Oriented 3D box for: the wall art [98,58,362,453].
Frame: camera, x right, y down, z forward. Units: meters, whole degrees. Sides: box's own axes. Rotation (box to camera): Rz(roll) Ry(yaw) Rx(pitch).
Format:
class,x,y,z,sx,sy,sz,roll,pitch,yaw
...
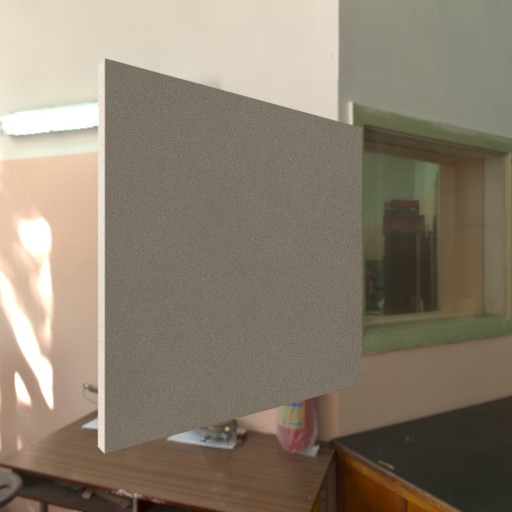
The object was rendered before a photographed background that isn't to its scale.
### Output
class,x,y,z,sx,sy,sz,roll,pitch,yaw
wall art,0.000,0.000,1.098,0.762,0.762,0.040,0,0,-37
